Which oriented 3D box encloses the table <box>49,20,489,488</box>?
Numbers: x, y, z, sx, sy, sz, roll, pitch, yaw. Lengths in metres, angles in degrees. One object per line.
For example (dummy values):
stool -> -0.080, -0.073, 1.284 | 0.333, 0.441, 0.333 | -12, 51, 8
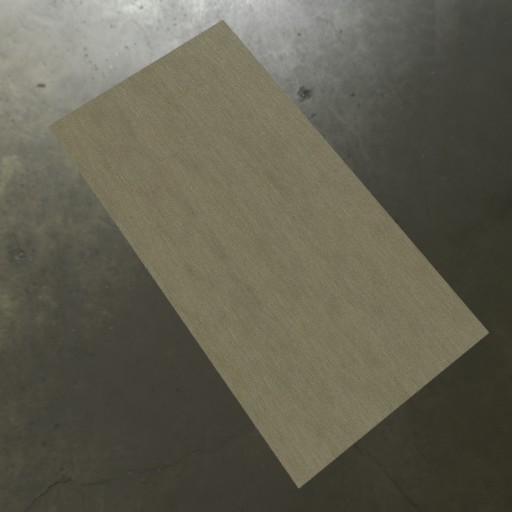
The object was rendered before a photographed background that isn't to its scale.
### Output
table -> 0.000, 0.000, 1.851 | 0.729, 0.874, 1.397 | -35, 79, -8
